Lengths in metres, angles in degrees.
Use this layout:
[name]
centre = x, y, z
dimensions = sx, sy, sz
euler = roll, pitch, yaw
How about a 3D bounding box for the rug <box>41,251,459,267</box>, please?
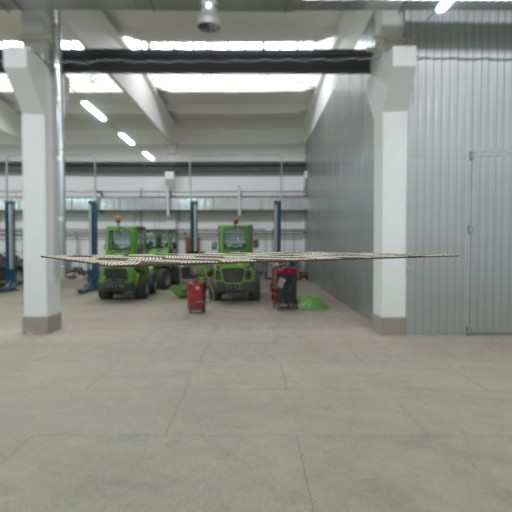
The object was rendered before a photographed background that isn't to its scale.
[rug]
centre = 0.000, 0.000, 3.031
dimensions = 2.435, 0.011, 1.517
euler = -1, 2, -35
